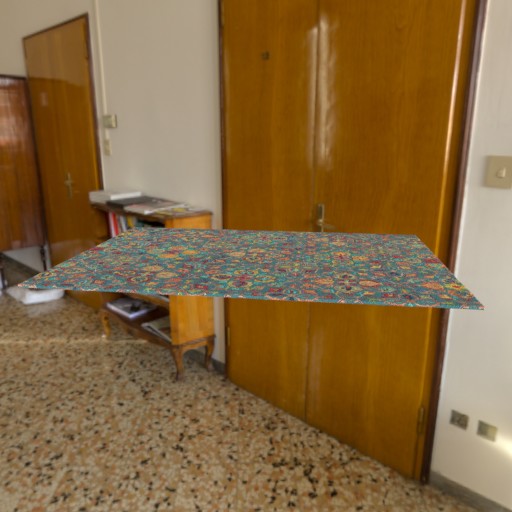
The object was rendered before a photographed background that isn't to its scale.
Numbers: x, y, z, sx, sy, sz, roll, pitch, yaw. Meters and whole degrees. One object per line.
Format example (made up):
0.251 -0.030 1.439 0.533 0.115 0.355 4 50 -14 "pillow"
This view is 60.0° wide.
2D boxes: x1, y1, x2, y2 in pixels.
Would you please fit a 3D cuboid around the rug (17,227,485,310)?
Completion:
0.000 0.000 2.293 1.836 0.014 1.216 2 15 8 "rug"
